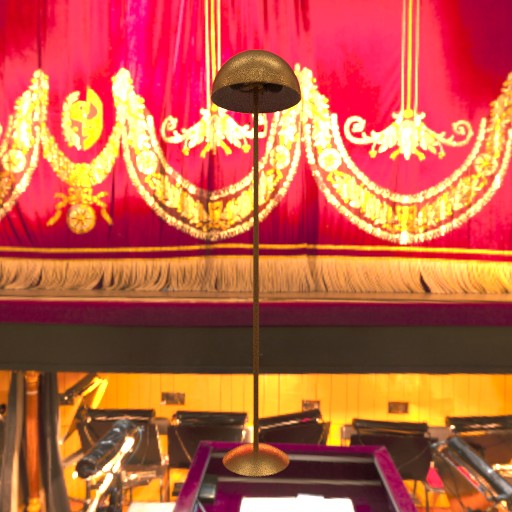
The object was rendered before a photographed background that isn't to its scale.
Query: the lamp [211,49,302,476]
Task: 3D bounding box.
[{"bbox_3d":[0.000,0.000,1.606,0.328,1.480,0.328,0,0,1],"label":"lamp"}]
